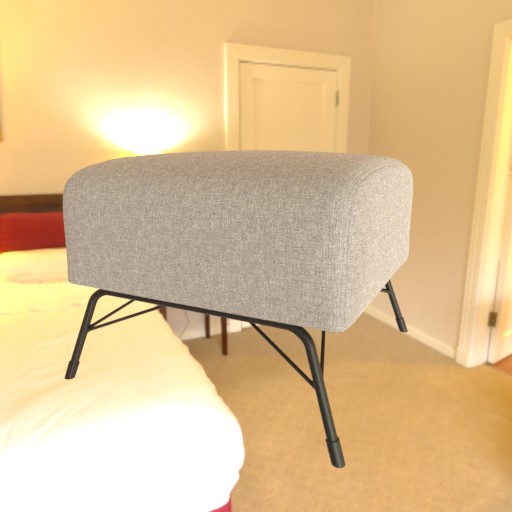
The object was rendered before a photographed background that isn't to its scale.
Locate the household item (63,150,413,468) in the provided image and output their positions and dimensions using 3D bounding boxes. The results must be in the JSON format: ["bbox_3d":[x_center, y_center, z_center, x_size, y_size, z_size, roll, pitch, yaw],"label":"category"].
[{"bbox_3d":[0.000,0.000,0.882,0.530,0.410,0.530,7,15,27],"label":"household item"}]
